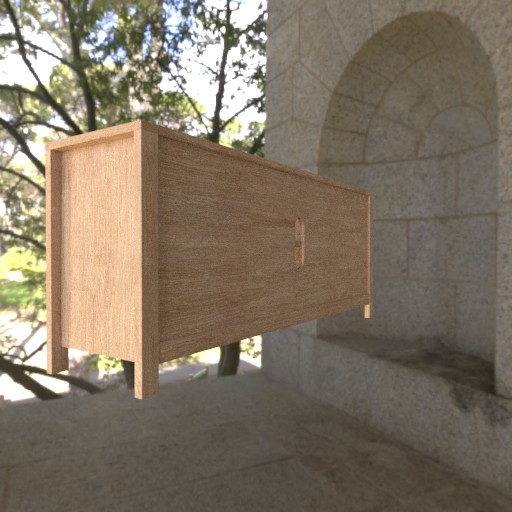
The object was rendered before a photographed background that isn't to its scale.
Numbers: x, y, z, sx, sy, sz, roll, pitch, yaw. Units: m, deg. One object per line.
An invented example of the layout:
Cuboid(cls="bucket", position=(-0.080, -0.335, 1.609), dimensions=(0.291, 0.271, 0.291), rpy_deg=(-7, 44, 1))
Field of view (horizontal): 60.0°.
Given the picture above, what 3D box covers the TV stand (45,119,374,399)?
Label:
Cuboid(cls="TV stand", position=(0.000, 0.000, 1.680), dimensions=(0.398, 0.610, 1.466), rpy_deg=(0, 1, 34))
